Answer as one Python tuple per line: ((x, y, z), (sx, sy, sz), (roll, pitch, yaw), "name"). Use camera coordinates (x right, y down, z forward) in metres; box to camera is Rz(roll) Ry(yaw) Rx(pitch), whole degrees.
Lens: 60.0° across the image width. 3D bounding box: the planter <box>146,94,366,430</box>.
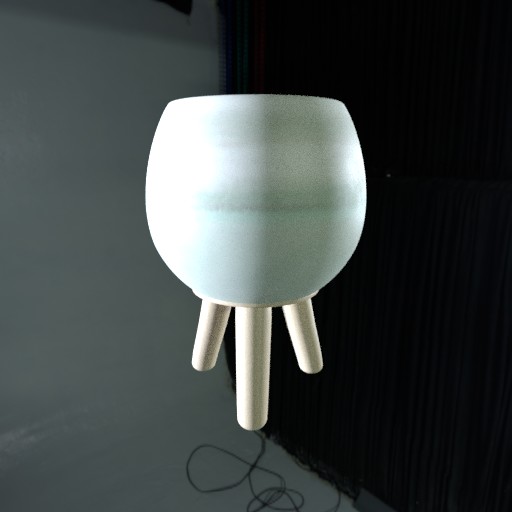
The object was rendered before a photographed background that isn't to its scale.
((0.000, 0.000, 0.344), (0.161, 0.224, 0.161), (0, 13, 0), "planter")
